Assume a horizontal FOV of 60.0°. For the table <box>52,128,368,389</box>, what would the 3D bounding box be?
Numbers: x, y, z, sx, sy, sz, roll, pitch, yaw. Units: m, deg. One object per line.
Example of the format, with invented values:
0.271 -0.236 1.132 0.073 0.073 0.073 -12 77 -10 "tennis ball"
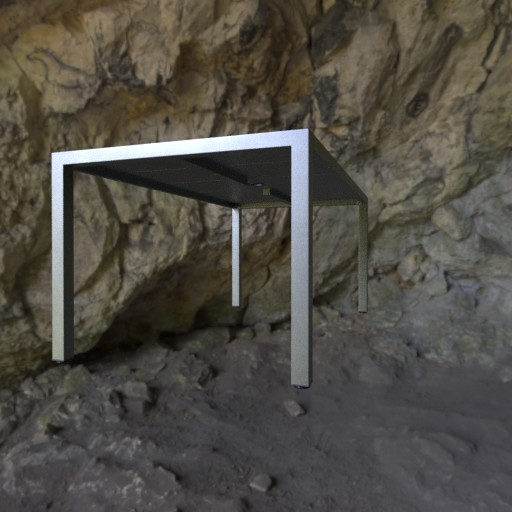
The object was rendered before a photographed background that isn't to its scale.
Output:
0.000 0.000 2.182 0.914 0.735 1.680 0 1 20 "table"
